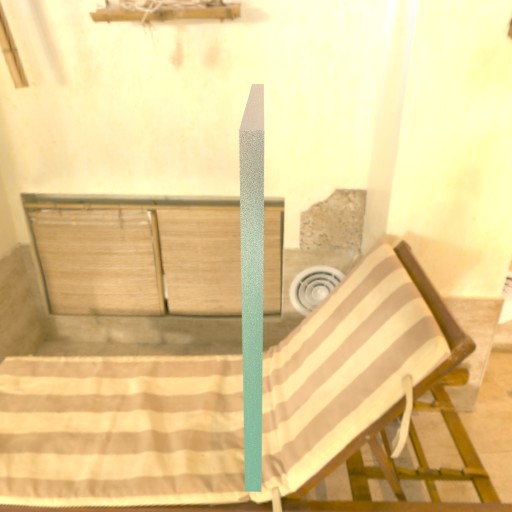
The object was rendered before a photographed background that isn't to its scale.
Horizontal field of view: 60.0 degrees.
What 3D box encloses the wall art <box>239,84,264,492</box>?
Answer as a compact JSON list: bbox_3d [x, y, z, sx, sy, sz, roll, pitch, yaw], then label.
[{"bbox_3d":[0.000,0.000,1.200,0.038,0.806,0.806,0,26,1],"label":"wall art"}]
